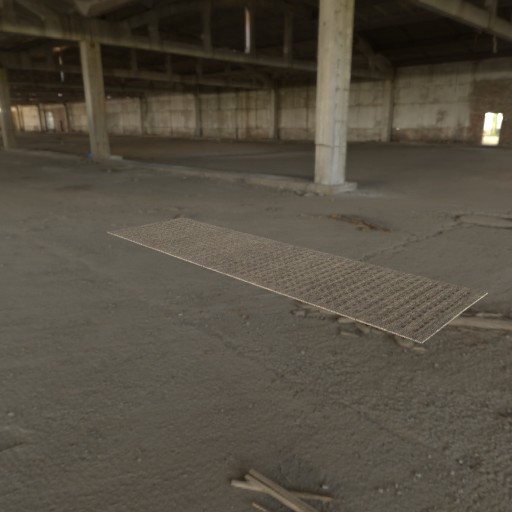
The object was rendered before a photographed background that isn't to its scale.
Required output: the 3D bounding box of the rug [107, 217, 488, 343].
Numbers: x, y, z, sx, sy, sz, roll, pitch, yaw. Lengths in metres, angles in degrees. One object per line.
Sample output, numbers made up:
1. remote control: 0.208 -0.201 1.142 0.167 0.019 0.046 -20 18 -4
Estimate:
1. rug: 0.000 0.000 2.716 2.443 0.009 0.706 16 23 42
